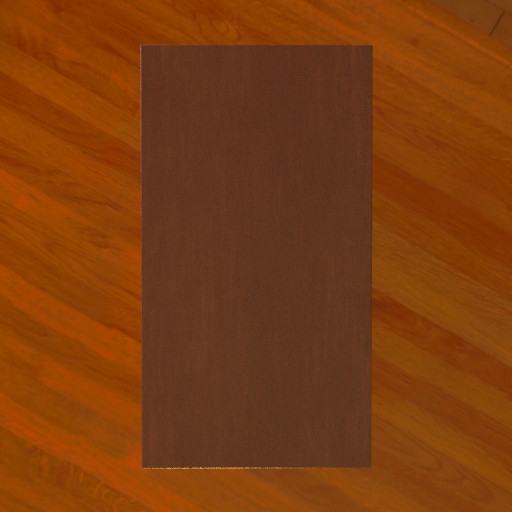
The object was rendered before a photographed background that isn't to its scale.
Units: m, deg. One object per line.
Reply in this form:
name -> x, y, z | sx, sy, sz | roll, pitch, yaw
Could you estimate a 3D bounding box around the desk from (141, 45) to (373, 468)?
desk -> 0.000, 0.000, 1.526 | 0.600, 0.750, 1.100 | 0, 91, 0
